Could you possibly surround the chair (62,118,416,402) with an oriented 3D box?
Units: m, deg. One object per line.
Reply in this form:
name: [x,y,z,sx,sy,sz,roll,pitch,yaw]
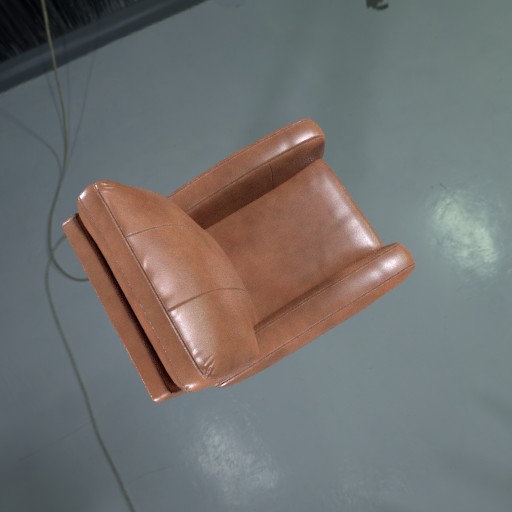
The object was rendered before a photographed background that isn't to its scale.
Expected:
chair: [0.000,0.000,1.689,0.990,0.990,0.762,-30,78,-7]
